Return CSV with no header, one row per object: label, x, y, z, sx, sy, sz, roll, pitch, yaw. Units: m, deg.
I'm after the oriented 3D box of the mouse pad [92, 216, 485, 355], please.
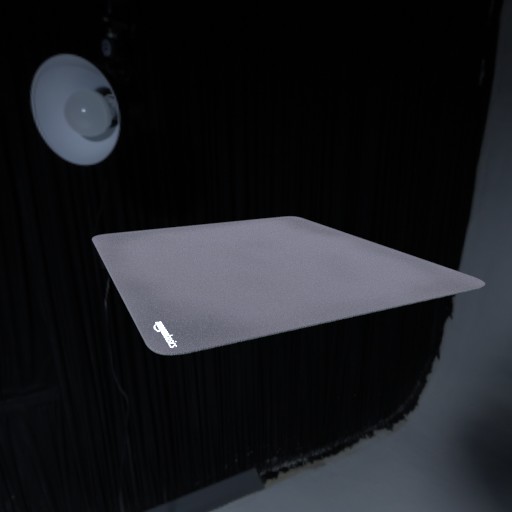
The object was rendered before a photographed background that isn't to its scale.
mouse pad,0.000,0.000,0.622,0.393,0.002,0.451,-8,18,-25
